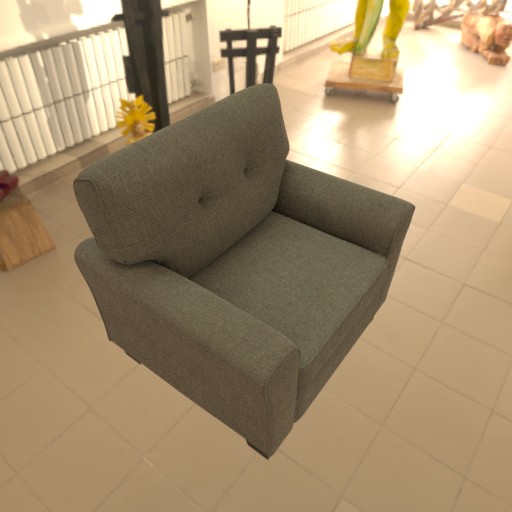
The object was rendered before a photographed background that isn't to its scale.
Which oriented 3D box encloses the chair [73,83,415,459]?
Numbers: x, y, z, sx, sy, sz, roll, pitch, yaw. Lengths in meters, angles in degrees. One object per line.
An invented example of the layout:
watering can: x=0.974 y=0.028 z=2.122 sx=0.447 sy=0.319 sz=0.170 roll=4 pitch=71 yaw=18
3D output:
chair: x=0.000 y=0.000 z=1.595 sx=0.816 sy=0.890 sz=0.941 roll=27 pitch=48 yaw=27
